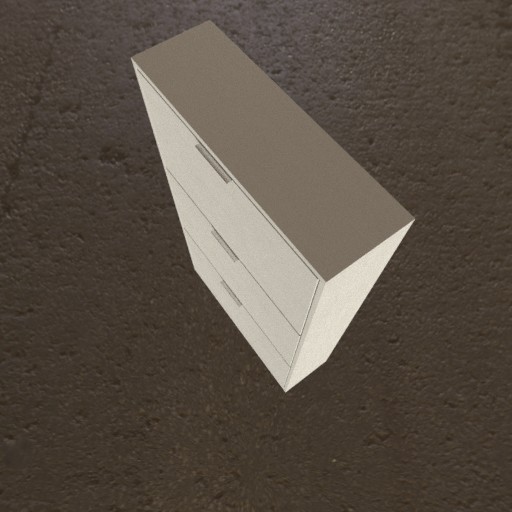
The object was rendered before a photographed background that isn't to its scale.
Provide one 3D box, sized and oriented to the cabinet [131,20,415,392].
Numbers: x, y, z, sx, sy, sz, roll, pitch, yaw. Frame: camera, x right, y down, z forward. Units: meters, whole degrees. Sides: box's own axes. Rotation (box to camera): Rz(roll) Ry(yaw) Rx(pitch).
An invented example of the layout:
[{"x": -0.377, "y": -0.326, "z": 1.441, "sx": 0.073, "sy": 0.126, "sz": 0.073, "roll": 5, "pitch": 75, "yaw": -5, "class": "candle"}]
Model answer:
[{"x": 0.000, "y": 0.000, "z": 1.571, "sx": 0.250, "sy": 1.280, "sz": 0.750, "roll": -33, "pitch": 69, "yaw": -15, "class": "cabinet"}]
